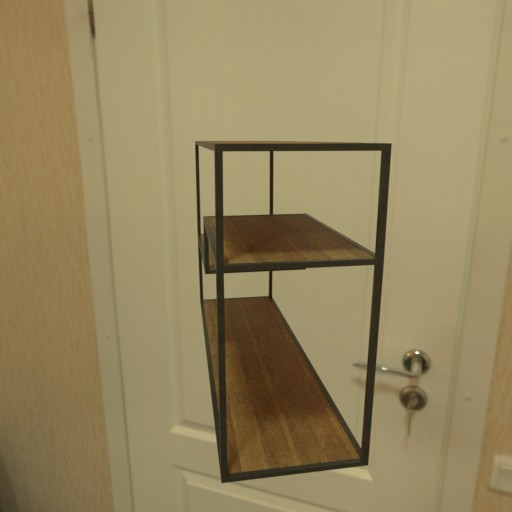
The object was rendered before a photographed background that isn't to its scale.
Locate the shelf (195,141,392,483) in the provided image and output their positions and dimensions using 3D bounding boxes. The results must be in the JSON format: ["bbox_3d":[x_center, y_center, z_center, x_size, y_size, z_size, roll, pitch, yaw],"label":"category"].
[{"bbox_3d":[0.000,0.000,1.532,0.361,0.765,1.201,-2,15,-9],"label":"shelf"}]
